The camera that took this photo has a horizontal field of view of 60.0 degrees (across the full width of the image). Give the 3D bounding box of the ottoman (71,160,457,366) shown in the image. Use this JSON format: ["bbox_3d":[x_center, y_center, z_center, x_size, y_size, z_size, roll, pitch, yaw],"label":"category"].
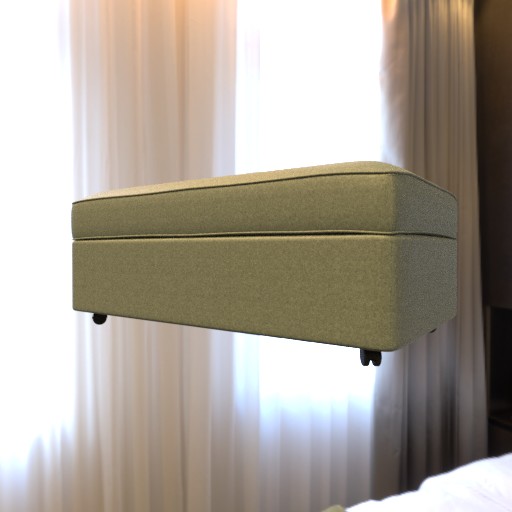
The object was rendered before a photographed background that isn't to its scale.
[{"bbox_3d":[0.000,0.000,1.520,1.173,0.494,0.681,1,1,35],"label":"ottoman"}]
